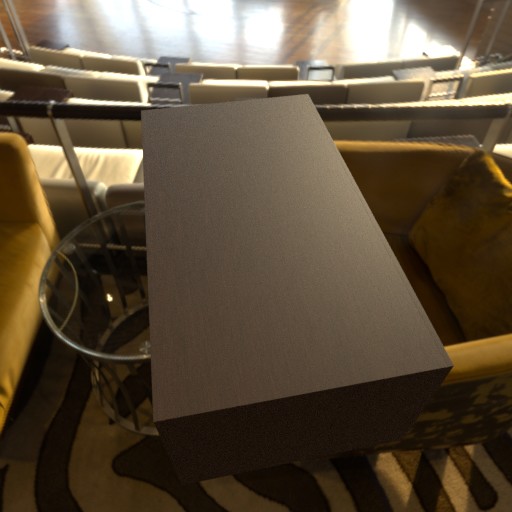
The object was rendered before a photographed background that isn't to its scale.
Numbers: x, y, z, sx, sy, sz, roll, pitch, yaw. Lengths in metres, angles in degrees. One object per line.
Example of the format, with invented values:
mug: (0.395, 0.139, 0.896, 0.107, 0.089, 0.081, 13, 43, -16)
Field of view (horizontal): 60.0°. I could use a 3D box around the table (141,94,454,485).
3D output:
table: (0.000, 0.000, 1.369, 0.597, 0.424, 1.099, -8, 49, -7)
